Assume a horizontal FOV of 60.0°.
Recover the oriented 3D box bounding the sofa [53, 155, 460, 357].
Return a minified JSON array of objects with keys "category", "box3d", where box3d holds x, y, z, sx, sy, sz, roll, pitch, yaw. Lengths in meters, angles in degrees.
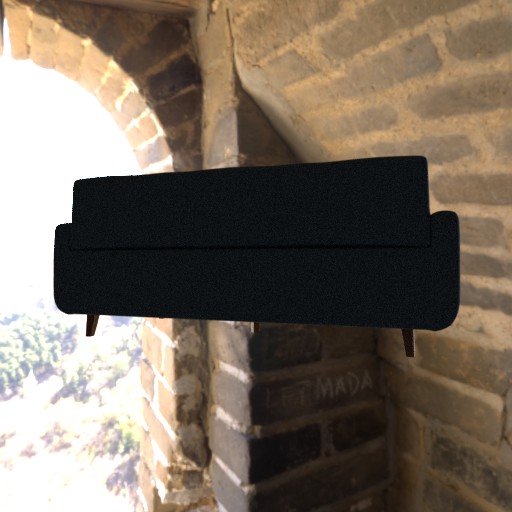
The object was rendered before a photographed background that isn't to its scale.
[{"category":"sofa","box3d":[0.000,0.000,2.561,2.055,0.884,0.942,0,-1,18]}]
